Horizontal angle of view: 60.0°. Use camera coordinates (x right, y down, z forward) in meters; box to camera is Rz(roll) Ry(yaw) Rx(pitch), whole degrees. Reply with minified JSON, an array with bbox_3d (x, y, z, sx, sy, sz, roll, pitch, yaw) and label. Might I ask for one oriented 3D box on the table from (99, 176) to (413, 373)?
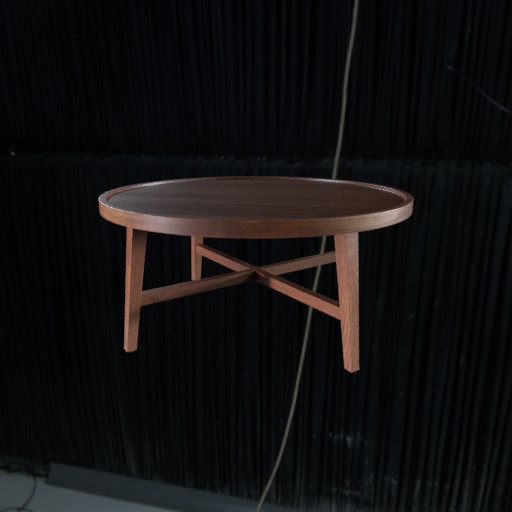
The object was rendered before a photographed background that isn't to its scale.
[{"bbox_3d":[0.000,0.000,1.239,0.800,0.360,0.800,0,16,0],"label":"table"}]
